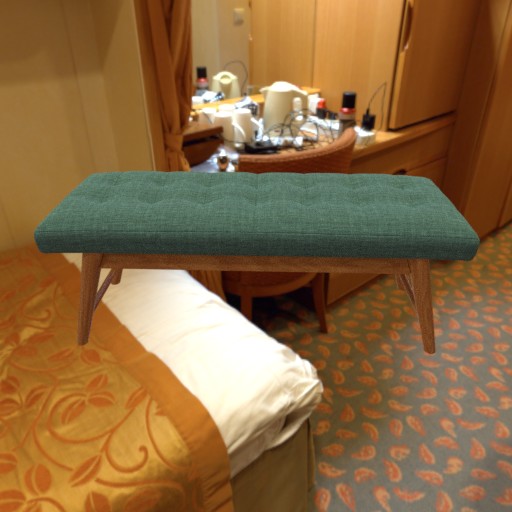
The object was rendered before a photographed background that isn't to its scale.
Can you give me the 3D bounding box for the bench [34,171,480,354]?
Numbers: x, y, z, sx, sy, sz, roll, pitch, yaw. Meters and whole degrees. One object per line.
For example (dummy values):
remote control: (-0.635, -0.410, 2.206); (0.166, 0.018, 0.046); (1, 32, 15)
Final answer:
bench: (0.000, 0.000, 1.356); (1.118, 0.432, 0.406); (1, 30, 2)
